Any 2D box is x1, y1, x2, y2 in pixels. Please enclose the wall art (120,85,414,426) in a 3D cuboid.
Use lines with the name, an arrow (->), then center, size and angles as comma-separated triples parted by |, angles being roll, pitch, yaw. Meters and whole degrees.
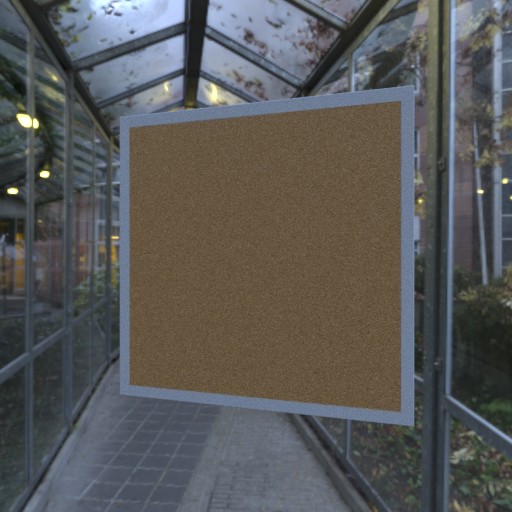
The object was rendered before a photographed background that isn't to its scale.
wall art -> 0.000, 0.000, 0.606 | 0.406, 0.406, 0.038 | 0, 0, 17
